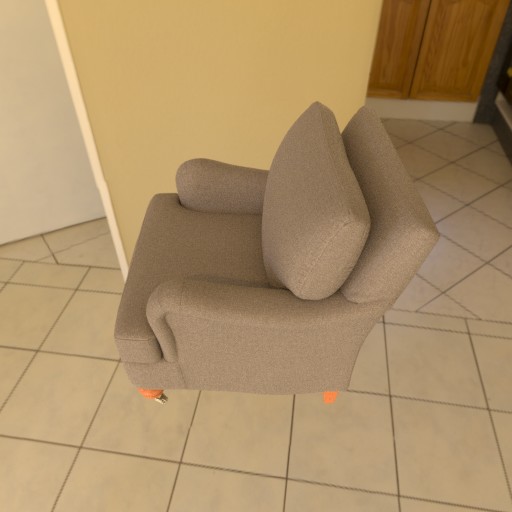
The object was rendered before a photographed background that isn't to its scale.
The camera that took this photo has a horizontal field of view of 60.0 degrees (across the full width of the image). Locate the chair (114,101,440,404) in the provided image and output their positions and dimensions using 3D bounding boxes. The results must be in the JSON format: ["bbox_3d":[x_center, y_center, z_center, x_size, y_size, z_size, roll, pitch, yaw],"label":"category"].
[{"bbox_3d":[0.000,0.000,1.898,1.070,1.038,0.955,-1,42,-1],"label":"chair"}]
